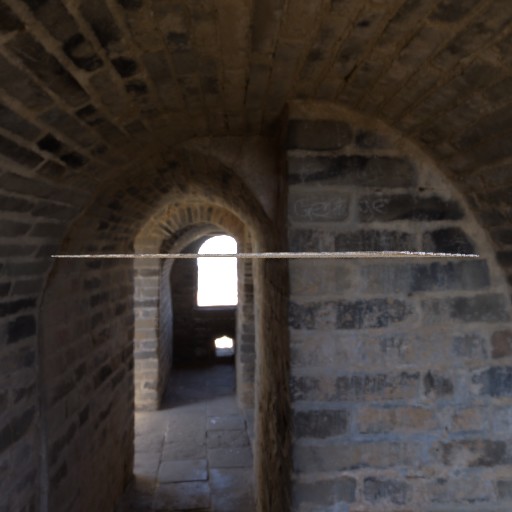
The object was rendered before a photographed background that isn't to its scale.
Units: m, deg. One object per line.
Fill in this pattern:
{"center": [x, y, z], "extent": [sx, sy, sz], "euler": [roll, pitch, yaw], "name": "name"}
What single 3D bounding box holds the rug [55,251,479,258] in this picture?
{"center": [0.000, 0.000, 2.433], "extent": [2.029, 0.010, 1.237], "euler": [0, -1, 37], "name": "rug"}
